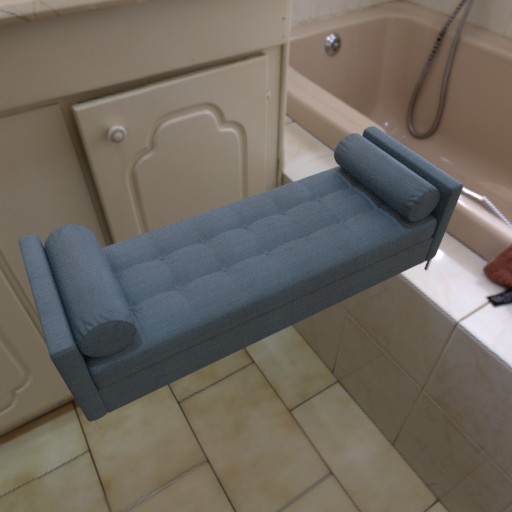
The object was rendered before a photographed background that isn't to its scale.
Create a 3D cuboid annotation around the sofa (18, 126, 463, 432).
[{"bbox_3d":[0.000,0.000,2.251,1.981,0.635,0.686,-22,49,-20],"label":"sofa"}]
